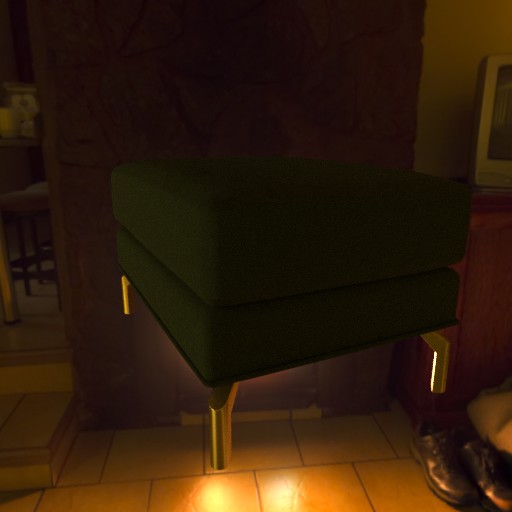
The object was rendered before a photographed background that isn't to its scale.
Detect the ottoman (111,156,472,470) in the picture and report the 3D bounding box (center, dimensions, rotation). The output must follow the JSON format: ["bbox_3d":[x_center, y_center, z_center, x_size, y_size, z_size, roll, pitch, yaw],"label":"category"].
[{"bbox_3d":[0.000,0.000,1.156,0.587,0.498,0.835,-7,16,-26],"label":"ottoman"}]
